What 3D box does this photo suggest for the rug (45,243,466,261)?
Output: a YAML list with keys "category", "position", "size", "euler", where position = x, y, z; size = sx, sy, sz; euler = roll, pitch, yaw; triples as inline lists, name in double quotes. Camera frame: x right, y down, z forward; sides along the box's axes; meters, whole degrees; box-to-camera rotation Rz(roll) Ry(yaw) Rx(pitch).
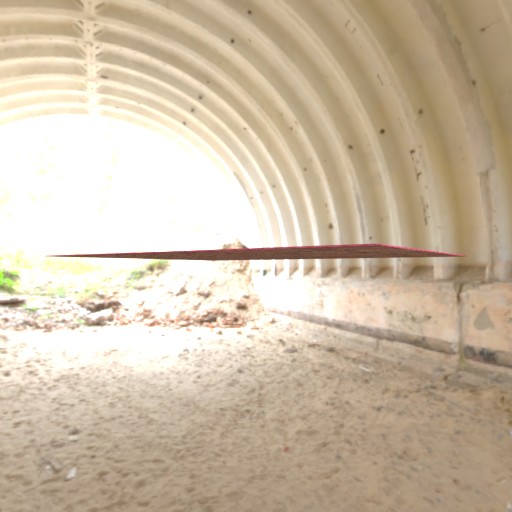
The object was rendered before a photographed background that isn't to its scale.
- category: "rug"
  position: [0.000, 0.000, 4.286]
  size: [3.306, 0.011, 2.389]
  euler: [-1, -2, 36]
